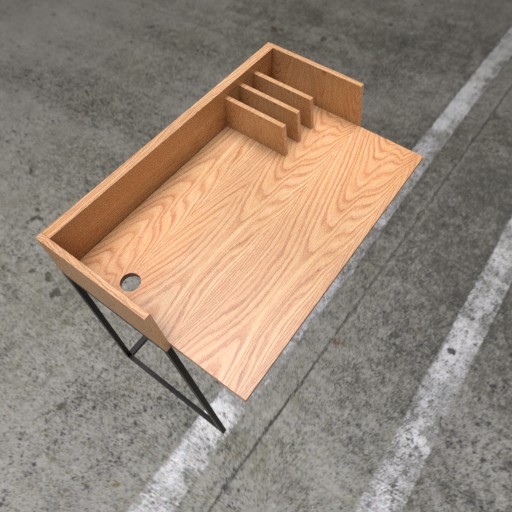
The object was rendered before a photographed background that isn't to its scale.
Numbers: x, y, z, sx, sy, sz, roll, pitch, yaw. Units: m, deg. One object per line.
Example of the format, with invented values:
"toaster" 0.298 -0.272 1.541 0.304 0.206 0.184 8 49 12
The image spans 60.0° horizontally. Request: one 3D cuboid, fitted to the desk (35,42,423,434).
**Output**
"desk" 0.000 0.000 1.899 0.769 1.061 1.191 32 64 18
